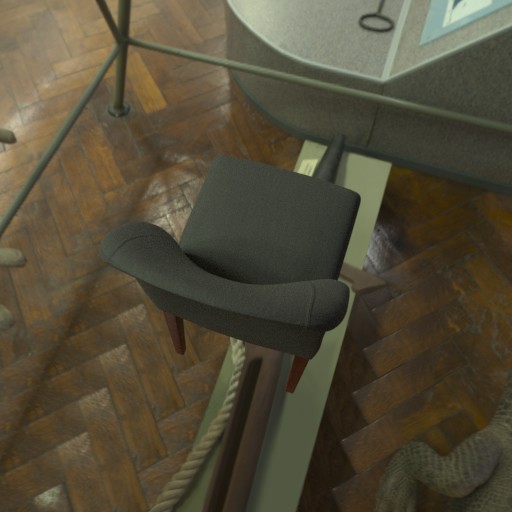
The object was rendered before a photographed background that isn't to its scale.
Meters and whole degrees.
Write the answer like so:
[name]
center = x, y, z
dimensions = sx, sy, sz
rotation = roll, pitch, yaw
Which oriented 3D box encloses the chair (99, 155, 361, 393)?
[chair]
center = 0.000, 0.000, 1.245
dimensions = 0.506, 0.879, 0.619
rotation = 17, 65, 8
